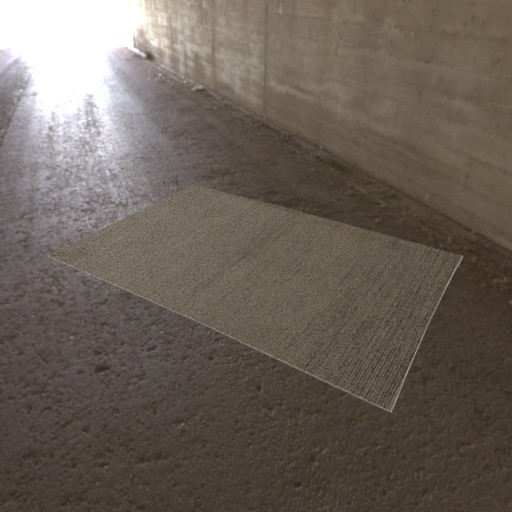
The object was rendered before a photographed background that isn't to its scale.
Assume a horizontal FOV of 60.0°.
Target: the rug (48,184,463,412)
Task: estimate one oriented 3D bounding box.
[{"bbox_3d":[0.000,0.000,2.235,1.773,0.021,1.149,19,36,28],"label":"rug"}]
